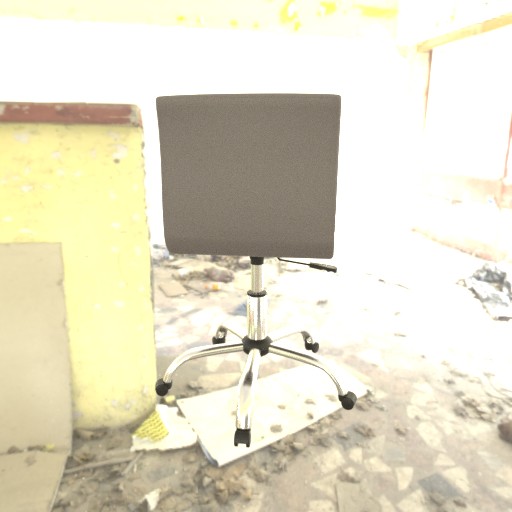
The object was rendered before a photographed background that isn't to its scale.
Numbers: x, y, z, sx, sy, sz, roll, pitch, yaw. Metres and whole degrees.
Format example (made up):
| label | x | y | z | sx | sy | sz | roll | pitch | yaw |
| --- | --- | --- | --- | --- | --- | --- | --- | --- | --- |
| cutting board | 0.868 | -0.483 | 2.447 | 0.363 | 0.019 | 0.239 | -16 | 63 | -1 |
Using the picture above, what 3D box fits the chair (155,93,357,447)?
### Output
| label | x | y | z | sx | sy | sz | roll | pitch | yaw |
| --- | --- | --- | --- | --- | --- | --- | --- | --- | --- |
| chair | 0.000 | 0.000 | 1.163 | 0.556 | 0.780 | 0.530 | 2 | 16 | 7 |
